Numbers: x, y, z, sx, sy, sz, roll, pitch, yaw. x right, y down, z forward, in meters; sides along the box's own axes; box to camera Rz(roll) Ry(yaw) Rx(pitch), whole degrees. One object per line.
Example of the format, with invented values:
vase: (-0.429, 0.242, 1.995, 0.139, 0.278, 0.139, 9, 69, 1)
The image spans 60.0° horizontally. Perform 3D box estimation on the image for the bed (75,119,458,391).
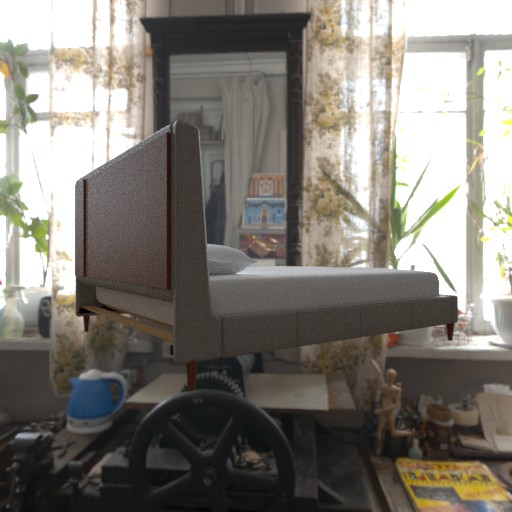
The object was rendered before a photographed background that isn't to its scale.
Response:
bed: (0.000, 0.000, 3.560, 2.342, 1.289, 2.062, 0, 0, -35)
